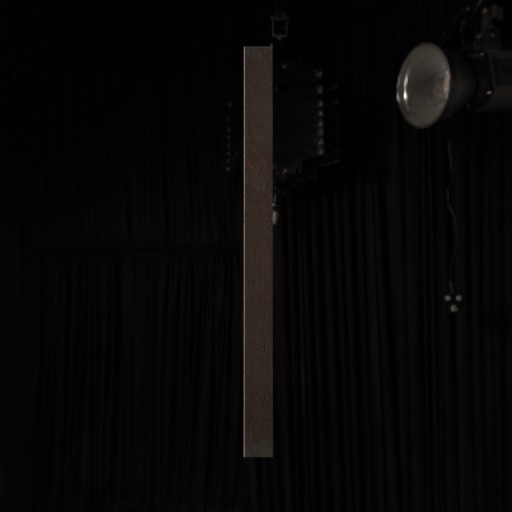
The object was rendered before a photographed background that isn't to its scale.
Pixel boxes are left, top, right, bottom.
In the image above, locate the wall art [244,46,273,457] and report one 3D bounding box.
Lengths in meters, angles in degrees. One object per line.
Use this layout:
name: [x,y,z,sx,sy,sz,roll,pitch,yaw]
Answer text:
wall art: [0.000,0.000,1.749,0.070,1.009,1.320,0,-1,-1]
